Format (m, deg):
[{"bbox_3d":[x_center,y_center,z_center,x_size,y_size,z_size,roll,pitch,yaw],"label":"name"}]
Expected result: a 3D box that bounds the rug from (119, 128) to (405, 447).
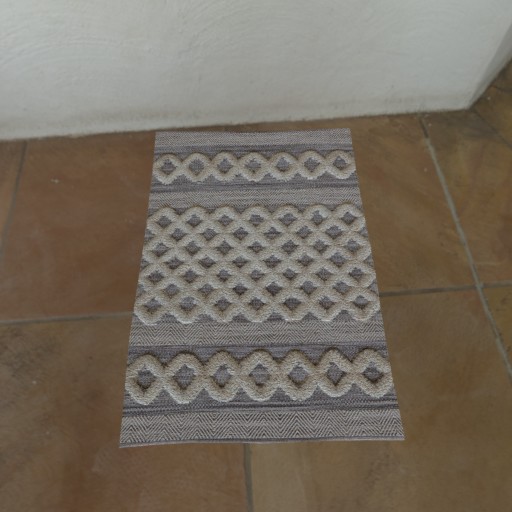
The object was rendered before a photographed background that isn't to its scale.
[{"bbox_3d":[0.000,0.000,2.321,1.222,0.030,1.823,-1,60,-1],"label":"rug"}]
